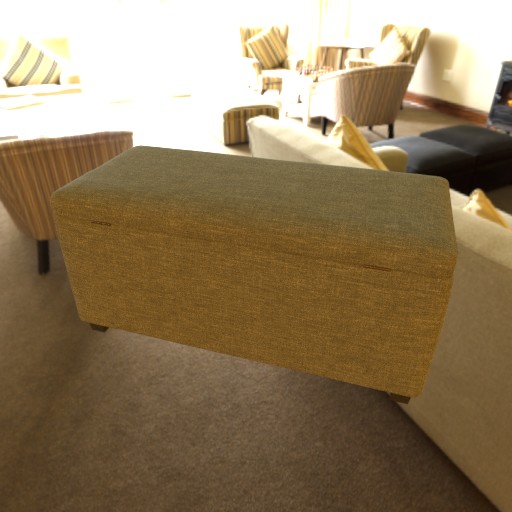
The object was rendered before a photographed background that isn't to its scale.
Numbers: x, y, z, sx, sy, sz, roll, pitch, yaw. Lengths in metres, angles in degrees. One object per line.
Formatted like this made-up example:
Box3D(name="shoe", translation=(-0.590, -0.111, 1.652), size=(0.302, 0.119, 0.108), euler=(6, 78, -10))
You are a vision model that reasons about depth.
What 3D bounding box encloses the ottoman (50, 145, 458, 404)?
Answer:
Box3D(name="ottoman", translation=(0.000, 0.000, 1.154), size=(0.902, 0.432, 0.419), euler=(9, 33, 15))
